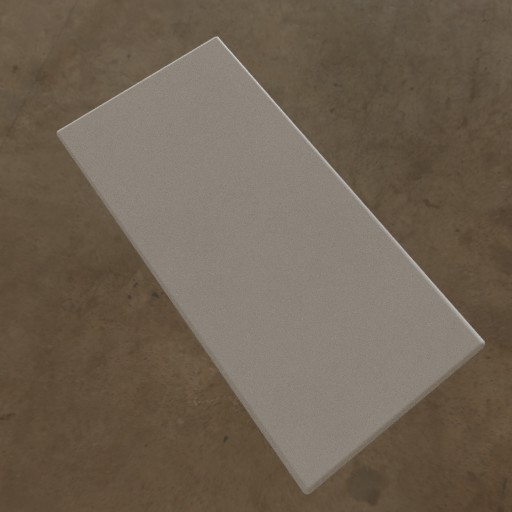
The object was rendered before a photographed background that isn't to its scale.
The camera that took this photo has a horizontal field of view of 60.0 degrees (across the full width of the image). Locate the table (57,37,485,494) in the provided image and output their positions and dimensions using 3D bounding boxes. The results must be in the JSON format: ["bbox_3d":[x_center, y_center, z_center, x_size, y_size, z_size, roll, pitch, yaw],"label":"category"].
[{"bbox_3d":[0.000,0.000,1.420,0.580,0.487,1.171,-35,77,-10],"label":"table"}]
